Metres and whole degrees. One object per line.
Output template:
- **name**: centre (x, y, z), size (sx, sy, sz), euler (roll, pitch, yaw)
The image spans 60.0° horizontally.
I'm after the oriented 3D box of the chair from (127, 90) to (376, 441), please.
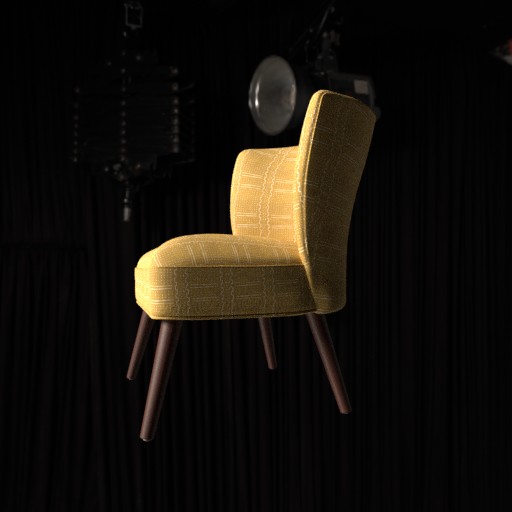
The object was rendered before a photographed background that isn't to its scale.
- **chair**: centre (0.000, 0.000, 1.413), size (0.758, 0.866, 0.706), euler (0, -1, -19)
